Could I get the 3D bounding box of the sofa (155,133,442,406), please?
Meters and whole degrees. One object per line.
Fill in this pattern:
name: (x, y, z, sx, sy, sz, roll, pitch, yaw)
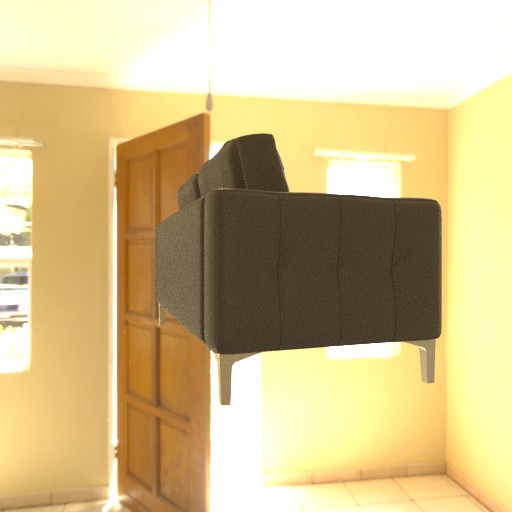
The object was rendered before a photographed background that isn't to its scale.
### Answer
sofa: (0.000, 0.000, 2.215, 0.833, 0.892, 1.726, 0, 0, -19)
